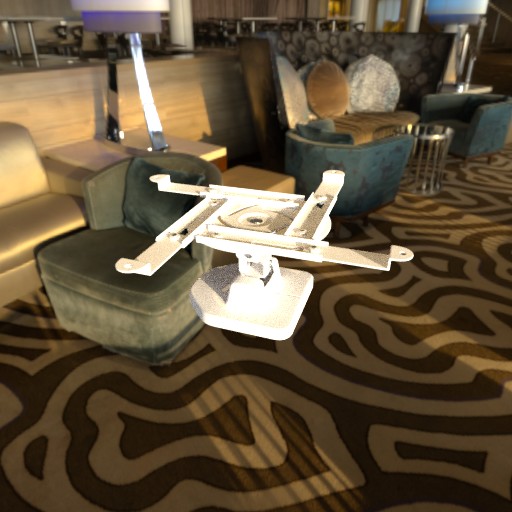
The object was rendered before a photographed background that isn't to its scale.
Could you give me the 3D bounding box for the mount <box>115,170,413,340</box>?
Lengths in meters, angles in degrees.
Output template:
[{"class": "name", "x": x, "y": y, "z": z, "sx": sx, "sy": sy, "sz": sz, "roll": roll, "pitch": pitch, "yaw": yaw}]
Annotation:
[{"class": "mount", "x": 0.000, "y": 0.000, "z": 0.608, "sx": 0.394, "sy": 0.141, "sz": 0.394, "roll": 9, "pitch": 29, "yaw": 17}]
